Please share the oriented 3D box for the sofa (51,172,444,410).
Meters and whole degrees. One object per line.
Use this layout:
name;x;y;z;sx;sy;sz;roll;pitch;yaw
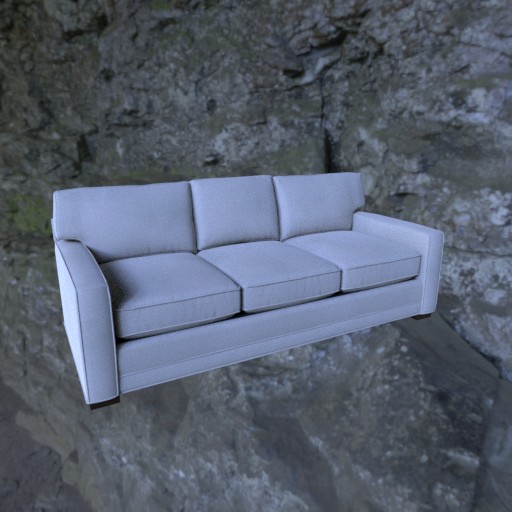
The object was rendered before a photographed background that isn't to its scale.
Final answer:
sofa;0.000;0.000;2.598;2.088;0.862;0.935;-8;18;-27
